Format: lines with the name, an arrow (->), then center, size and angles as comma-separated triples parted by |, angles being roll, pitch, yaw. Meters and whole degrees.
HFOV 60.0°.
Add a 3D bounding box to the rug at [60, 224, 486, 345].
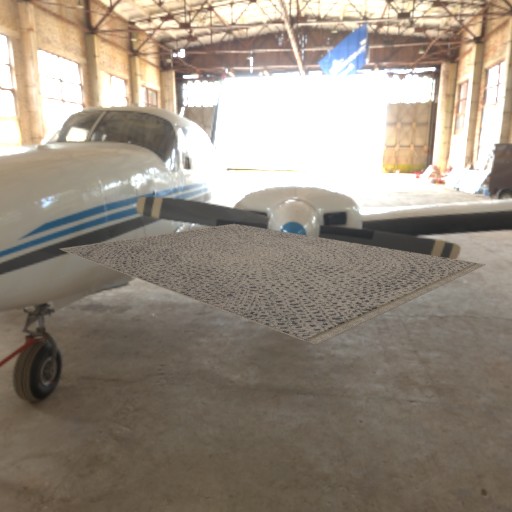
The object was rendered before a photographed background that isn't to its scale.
rug -> 0.000, 0.000, 2.082 | 1.190, 0.003, 1.634 | -12, 18, -43
